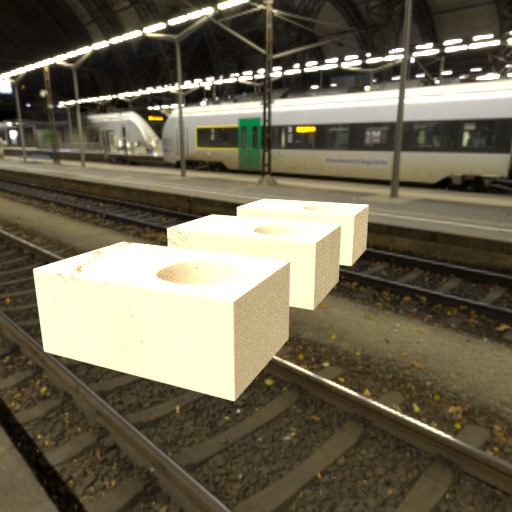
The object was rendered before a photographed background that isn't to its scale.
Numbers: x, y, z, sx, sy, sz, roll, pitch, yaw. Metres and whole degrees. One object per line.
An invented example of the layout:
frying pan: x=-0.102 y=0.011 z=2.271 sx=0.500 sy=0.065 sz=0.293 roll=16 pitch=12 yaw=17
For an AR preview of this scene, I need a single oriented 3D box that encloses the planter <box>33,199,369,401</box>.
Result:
planter: x=0.000 y=0.000 z=0.378 sx=0.127 sy=0.051 sz=0.333 roll=6 pitch=16 yaw=23
